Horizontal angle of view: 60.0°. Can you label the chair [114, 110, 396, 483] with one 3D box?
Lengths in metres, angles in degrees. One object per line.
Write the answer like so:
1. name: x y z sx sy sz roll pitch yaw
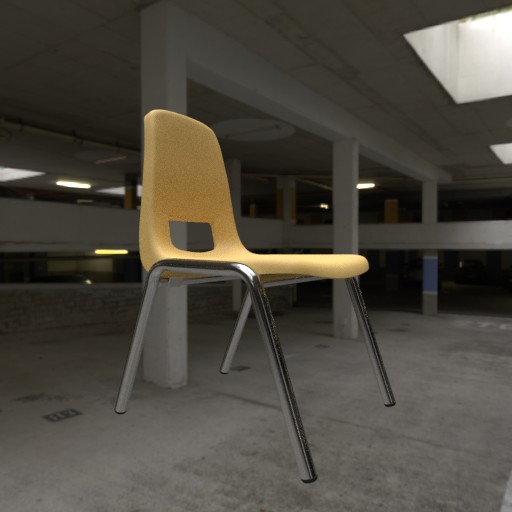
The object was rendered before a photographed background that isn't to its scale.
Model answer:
1. chair: 0.000 0.000 0.829 0.423 0.586 0.354 1 2 35
